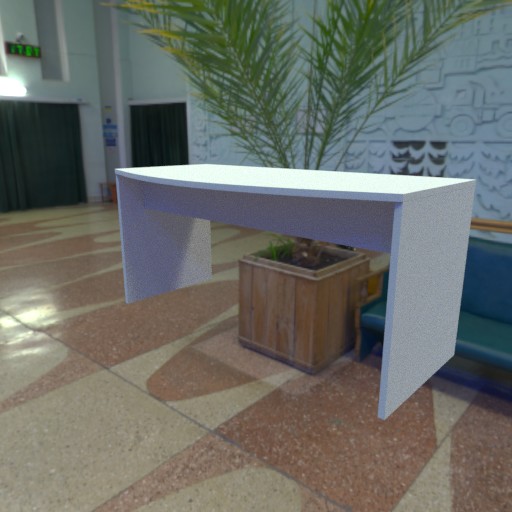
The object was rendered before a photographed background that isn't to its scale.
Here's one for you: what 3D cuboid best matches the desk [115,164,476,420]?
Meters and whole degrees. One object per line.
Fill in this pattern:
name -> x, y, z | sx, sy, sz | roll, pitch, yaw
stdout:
desk -> 0.000, 0.000, 2.067 | 1.600, 0.750, 0.802 | 13, 20, 41
